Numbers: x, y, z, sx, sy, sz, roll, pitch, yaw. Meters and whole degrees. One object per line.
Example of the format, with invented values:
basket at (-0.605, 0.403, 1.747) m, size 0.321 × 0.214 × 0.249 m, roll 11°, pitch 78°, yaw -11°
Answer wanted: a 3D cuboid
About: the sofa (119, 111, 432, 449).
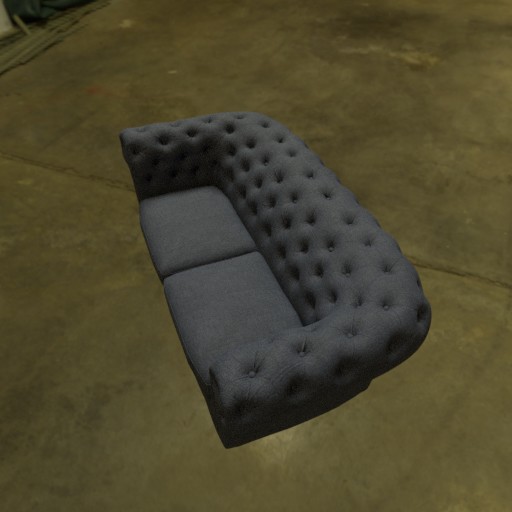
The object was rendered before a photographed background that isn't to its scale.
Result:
sofa at (0.000, 0.000, 2.455) m, size 1.082 × 0.833 × 1.988 m, roll -16°, pitch 48°, yaw -16°
